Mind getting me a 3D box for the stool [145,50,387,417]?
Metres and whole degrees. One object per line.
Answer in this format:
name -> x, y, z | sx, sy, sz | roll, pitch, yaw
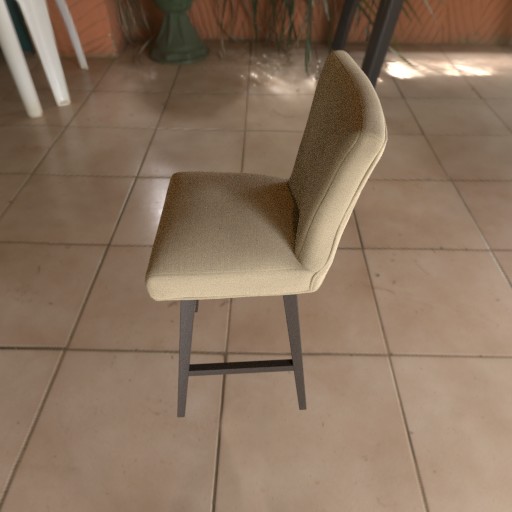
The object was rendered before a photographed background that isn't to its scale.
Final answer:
stool -> 0.000, 0.000, 1.394 | 0.574, 1.086, 0.514 | 0, 42, 0
